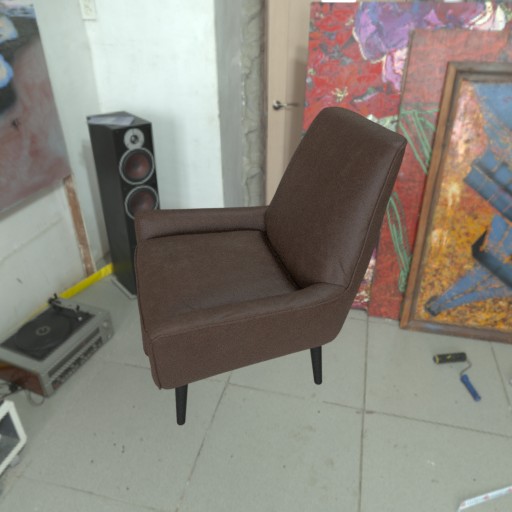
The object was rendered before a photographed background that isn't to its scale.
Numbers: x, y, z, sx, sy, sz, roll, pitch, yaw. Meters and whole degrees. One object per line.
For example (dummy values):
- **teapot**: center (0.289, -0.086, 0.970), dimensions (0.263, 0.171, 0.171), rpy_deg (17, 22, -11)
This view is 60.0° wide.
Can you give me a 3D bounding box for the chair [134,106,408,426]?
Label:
- **chair**: center (0.000, 0.000, 1.540), dimensions (0.824, 0.888, 0.787), rpy_deg (-8, 32, -13)
